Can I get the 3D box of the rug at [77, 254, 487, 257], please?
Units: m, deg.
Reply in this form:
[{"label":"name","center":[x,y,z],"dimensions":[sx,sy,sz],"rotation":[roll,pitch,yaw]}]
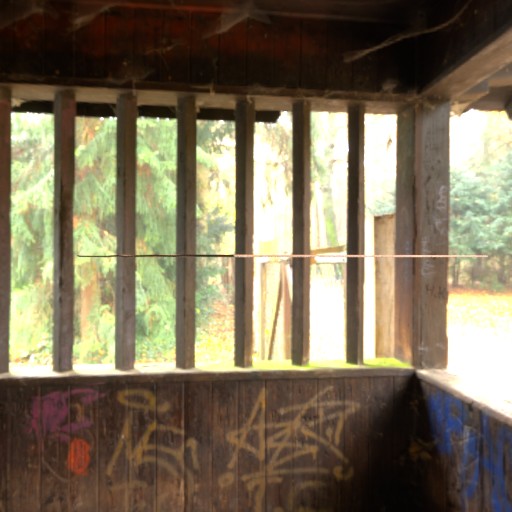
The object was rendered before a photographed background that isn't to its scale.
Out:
[{"label":"rug","center":[0.000,0.000,4.105],"dimensions":[2.431,0.021,3.057],"rotation":[0,0,-35]}]
